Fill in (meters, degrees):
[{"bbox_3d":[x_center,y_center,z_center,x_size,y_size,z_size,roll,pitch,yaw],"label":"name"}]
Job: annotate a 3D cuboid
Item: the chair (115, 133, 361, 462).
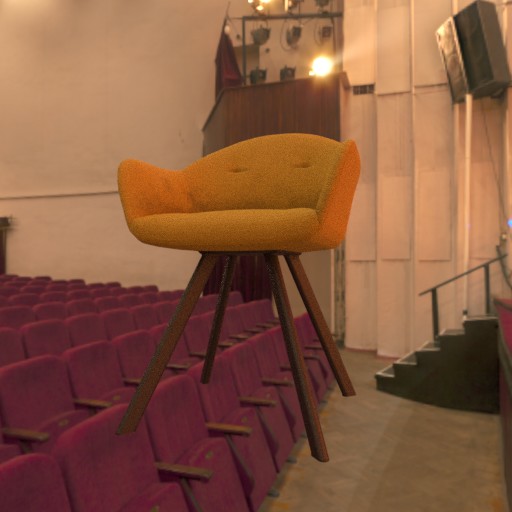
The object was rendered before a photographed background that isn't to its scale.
[{"bbox_3d":[0.000,0.000,1.158,0.545,0.775,0.565,0,-2,18],"label":"chair"}]
